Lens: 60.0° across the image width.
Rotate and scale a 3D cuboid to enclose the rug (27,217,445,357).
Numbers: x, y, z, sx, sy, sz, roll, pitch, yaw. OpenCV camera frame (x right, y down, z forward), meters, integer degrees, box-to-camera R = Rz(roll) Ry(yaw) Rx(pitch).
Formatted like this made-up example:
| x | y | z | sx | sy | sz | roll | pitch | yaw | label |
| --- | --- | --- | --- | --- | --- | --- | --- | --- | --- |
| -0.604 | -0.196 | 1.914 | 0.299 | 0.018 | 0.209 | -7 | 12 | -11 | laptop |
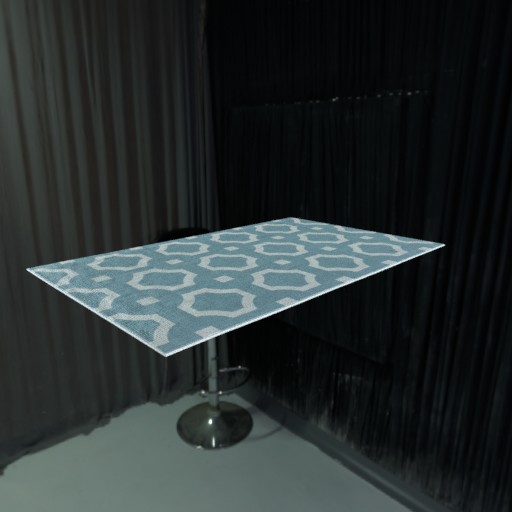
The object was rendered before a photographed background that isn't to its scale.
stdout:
| x | y | z | sx | sy | sz | roll | pitch | yaw | label |
| --- | --- | --- | --- | --- | --- | --- | --- | --- | --- |
| 0.000 | 0.000 | 3.008 | 2.443 | 0.015 | 1.528 | -15 | 21 | -42 | rug |
